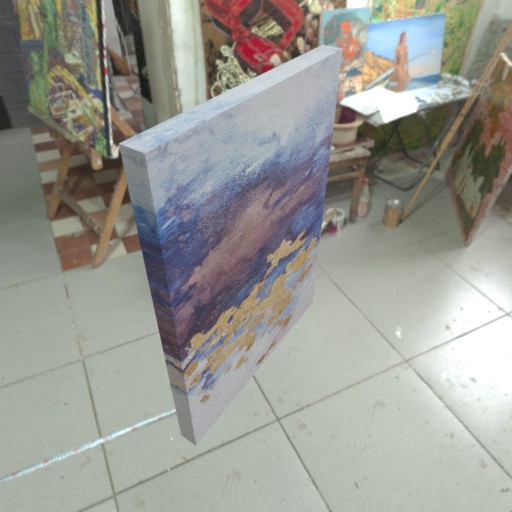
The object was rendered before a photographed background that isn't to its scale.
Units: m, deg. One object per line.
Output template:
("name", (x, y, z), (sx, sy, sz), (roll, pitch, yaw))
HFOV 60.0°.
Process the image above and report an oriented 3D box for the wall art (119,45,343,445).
("wall art", (0.000, 0.000, 0.763), (0.036, 0.581, 0.437), (24, 45, 26))
